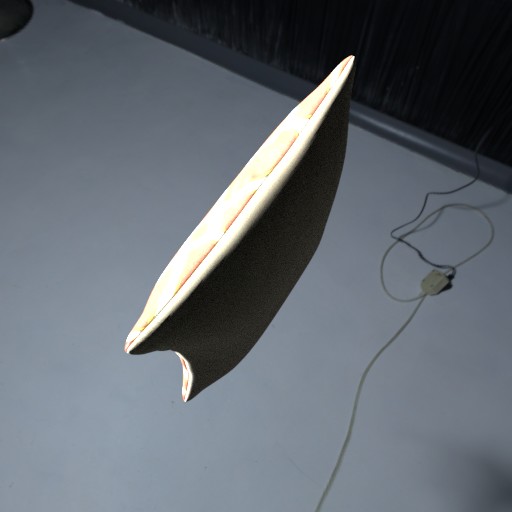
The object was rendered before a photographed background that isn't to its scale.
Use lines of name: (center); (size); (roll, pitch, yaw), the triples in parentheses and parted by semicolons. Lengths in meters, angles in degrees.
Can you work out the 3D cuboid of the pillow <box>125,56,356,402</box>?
pillow: (0.000, 0.000, 0.823); (0.166, 0.508, 0.552); (30, 69, 13)
